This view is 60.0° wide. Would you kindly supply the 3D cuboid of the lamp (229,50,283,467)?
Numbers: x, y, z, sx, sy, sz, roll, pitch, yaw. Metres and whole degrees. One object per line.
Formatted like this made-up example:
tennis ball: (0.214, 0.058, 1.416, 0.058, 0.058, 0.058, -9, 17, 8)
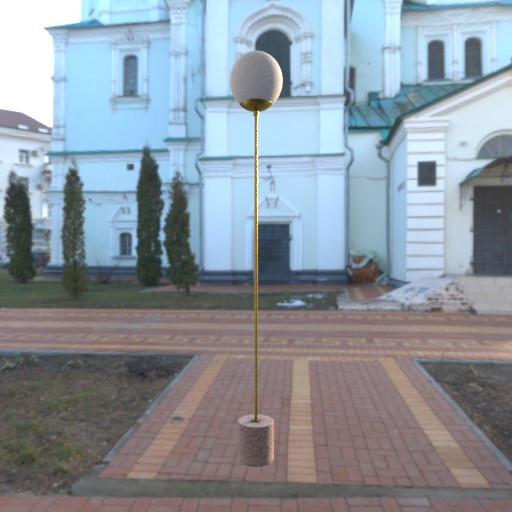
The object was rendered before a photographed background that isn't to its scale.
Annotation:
lamp: (0.000, 0.000, 1.910, 0.229, 1.748, 0.229, 0, 0, 18)
